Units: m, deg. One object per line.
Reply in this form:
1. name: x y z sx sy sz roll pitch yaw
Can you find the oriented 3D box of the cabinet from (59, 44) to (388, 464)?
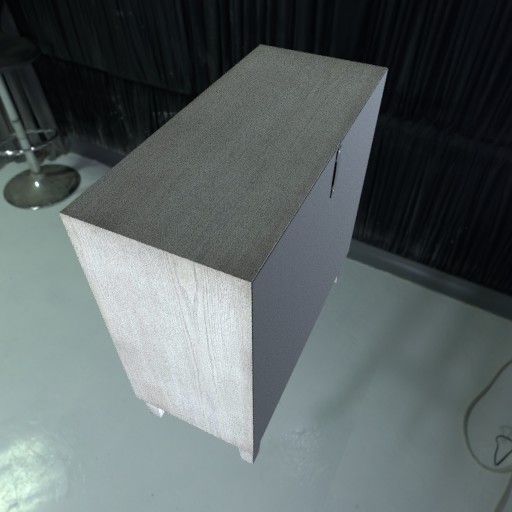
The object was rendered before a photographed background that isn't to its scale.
1. cabinet: 0.000 0.000 1.204 0.370 0.787 0.781 19 49 17
